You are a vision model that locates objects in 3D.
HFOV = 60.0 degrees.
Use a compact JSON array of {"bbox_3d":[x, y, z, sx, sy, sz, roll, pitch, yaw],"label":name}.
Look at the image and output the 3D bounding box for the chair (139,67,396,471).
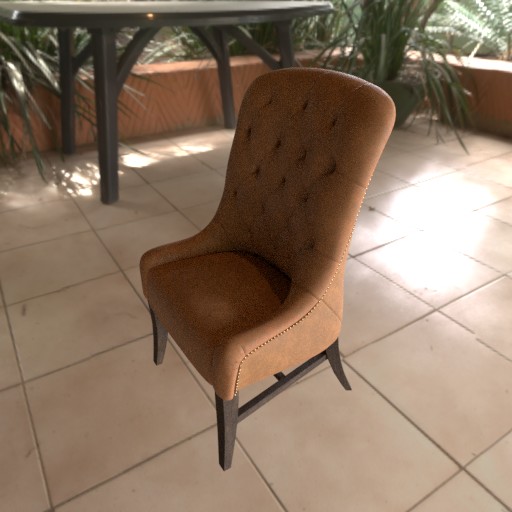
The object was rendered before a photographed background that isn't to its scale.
[{"bbox_3d":[0.000,0.000,1.460,0.629,1.091,0.634,-19,36,-28],"label":"chair"}]
